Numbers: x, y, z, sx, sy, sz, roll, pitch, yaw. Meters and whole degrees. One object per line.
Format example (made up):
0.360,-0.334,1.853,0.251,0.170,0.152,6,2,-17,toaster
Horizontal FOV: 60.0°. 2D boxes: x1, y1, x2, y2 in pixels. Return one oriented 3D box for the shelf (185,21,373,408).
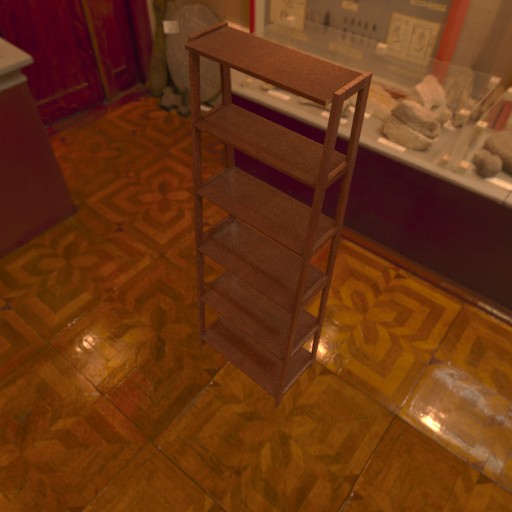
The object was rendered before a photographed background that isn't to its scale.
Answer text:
0.000,0.000,2.160,0.660,1.892,0.382,33,56,26,shelf
